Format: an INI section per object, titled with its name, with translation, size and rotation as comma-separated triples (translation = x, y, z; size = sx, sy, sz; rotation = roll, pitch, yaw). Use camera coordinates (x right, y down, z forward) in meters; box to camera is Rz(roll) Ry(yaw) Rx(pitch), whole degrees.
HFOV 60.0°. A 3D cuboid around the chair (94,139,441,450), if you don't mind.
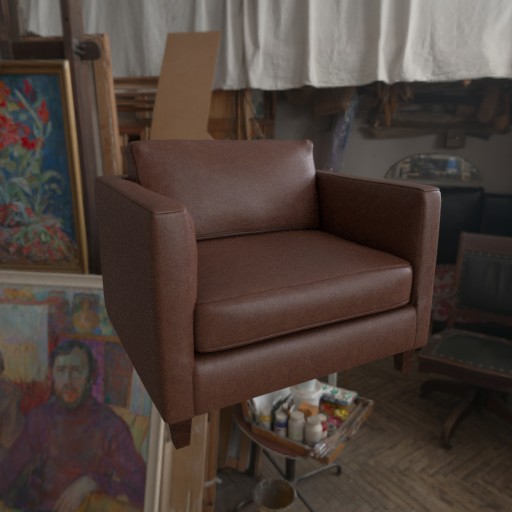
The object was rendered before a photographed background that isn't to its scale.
[chair]
translation = 0.000, 0.000, 1.814
size = 1.107, 0.917, 0.959
rotation = -8, 18, -27
